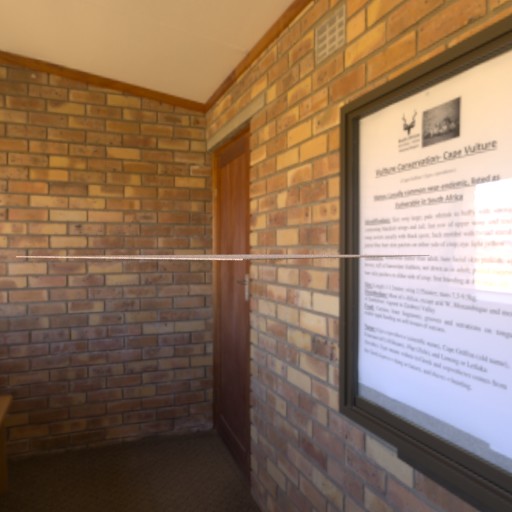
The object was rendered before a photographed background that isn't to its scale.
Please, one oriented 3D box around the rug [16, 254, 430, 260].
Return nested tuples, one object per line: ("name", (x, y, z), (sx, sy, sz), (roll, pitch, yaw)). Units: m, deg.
("rug", (0.000, 0.000, 3.641), (1.981, 0.006, 2.895), (0, 1, 36))
